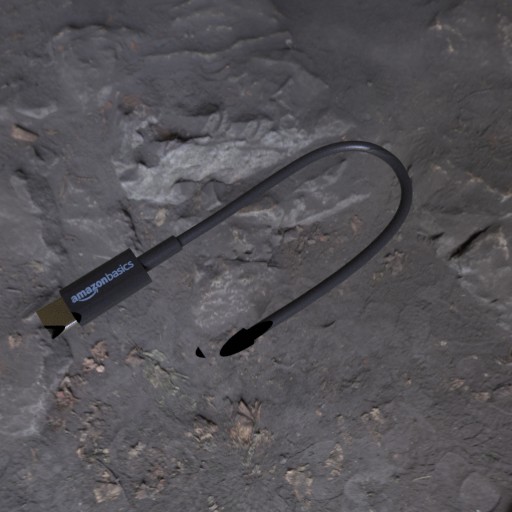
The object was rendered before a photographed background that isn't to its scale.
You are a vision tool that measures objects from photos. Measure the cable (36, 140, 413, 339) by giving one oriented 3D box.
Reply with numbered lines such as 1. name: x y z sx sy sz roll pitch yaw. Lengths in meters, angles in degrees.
1. cable: 0.000 0.000 0.109 0.098 0.005 0.041 -34 68 -16
